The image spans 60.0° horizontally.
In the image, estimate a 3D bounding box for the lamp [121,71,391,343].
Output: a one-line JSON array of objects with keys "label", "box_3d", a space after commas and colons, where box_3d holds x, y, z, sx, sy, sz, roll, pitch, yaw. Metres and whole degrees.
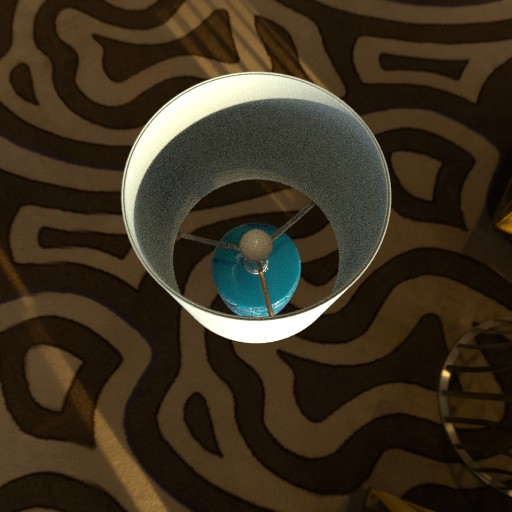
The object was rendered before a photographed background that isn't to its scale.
[{"label": "lamp", "box_3d": [0.000, 0.000, 0.499, 0.193, 0.377, 0.193, 16, 75, 4]}]
